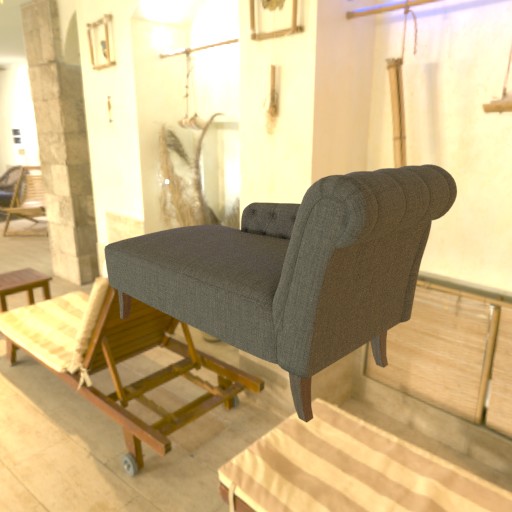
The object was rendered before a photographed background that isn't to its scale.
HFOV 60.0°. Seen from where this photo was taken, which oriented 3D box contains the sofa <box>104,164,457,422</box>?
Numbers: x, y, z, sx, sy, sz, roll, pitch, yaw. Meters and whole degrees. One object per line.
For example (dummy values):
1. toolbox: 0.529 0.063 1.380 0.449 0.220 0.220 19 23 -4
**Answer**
1. sofa: 0.000 0.000 1.843 0.675 0.787 1.379 -15 22 -43
